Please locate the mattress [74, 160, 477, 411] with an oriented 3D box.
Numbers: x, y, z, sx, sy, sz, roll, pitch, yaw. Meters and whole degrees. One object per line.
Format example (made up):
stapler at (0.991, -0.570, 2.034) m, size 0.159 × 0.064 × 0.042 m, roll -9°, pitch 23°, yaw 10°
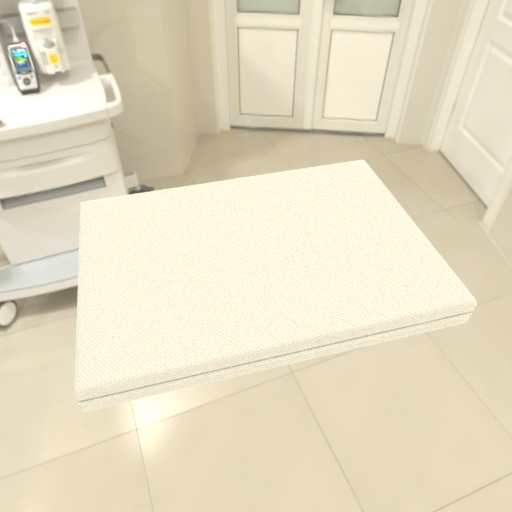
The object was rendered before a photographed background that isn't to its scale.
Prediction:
mattress at (0.000, 0.000, 2.624) m, size 2.000 × 0.200 × 1.400 m, roll -10°, pitch 46°, yaw -10°
